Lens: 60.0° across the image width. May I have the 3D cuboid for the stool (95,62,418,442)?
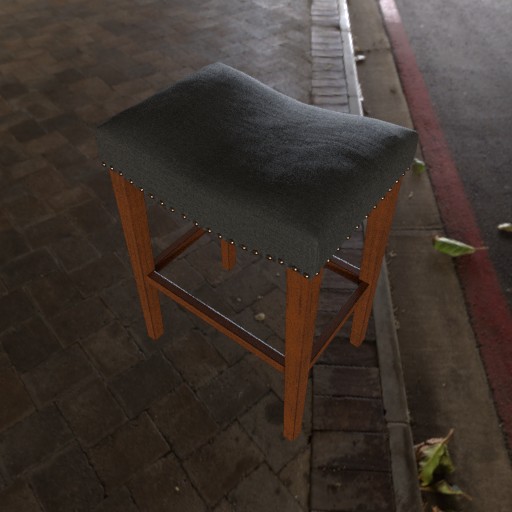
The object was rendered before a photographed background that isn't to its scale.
[{"bbox_3d":[0.000,0.000,0.893,0.439,0.612,0.320,29,54,24],"label":"stool"}]
